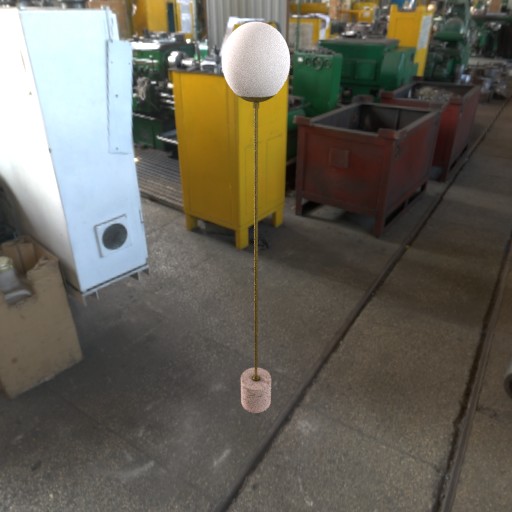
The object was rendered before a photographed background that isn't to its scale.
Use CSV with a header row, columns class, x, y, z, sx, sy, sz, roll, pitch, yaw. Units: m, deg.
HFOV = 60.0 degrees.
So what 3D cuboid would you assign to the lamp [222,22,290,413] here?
class,x,y,z,sx,sy,sz,roll,pitch,yaw
lamp,0.000,0.000,1.869,0.229,1.748,0.229,-1,30,-1
